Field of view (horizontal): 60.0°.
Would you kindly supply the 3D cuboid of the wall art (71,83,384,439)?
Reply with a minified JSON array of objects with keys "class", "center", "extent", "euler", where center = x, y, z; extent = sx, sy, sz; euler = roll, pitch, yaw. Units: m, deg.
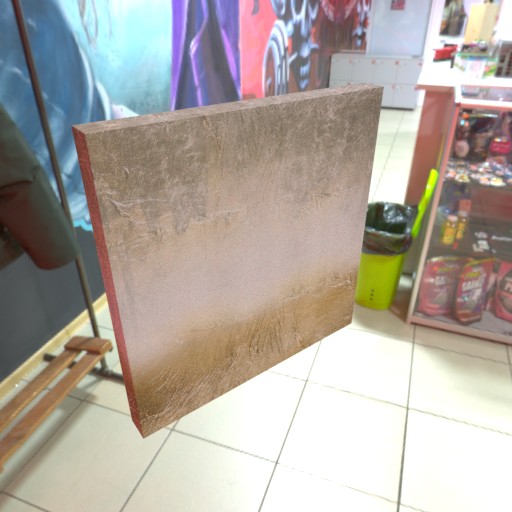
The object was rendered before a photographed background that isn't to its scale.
[{"class":"wall art","center":[0.000,0.000,0.610],"extent":[0.405,0.407,0.038],"euler":[-21,36,-31]}]
